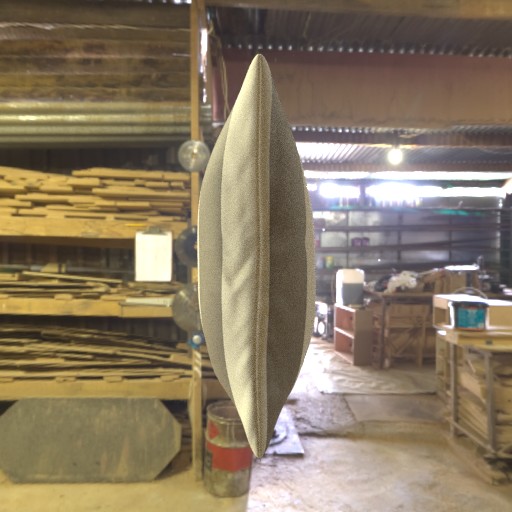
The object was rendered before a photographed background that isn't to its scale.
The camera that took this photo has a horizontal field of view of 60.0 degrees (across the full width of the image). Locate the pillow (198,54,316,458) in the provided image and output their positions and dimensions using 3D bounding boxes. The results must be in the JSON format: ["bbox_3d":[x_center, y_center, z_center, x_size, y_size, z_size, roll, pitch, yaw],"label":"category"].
[{"bbox_3d":[0.000,0.000,0.803,0.192,0.507,0.522,0,0,-1],"label":"pillow"}]
